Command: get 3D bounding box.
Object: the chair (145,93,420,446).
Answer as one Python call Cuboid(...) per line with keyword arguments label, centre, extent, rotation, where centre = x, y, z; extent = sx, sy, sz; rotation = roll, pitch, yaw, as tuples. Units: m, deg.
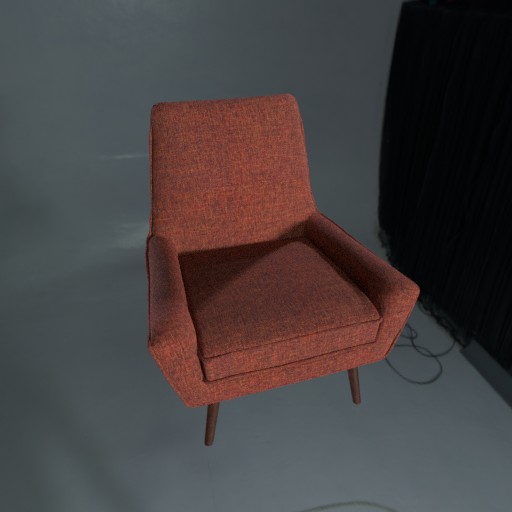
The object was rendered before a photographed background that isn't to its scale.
Cuboid(label="chair", centre=(0.000, 0.000, 1.516), extent=(0.803, 0.911, 0.784), rotation=(-10, 33, -15))
